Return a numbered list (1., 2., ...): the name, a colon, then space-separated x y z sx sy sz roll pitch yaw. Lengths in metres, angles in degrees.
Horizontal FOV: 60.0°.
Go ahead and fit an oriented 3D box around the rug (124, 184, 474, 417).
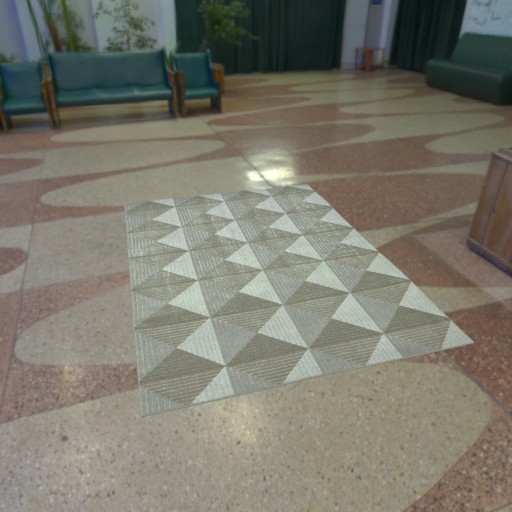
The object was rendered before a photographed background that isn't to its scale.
1. rug: 0.000 0.000 4.384 2.428 0.027 3.333 -8 31 -14
